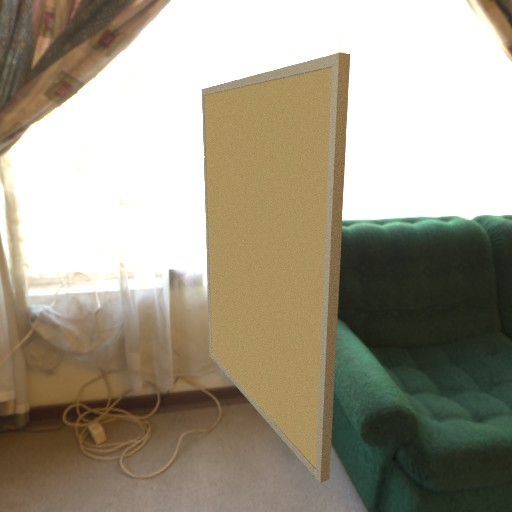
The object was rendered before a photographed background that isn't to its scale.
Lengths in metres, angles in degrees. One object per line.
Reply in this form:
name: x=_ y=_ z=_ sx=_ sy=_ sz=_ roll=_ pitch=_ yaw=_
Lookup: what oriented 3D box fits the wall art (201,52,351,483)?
wall art: x=0.000 y=0.000 z=1.373 sx=0.034 sy=1.042 sz=0.789 roll=-8 pitch=17 yaw=-26
